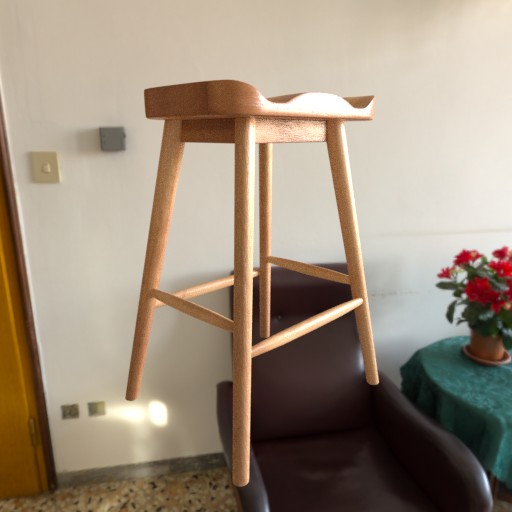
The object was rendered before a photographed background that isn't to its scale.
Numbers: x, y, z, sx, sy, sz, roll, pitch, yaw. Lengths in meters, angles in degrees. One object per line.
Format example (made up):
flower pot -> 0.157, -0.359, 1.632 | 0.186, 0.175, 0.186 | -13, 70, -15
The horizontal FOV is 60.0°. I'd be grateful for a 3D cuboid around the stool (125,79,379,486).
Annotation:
stool -> 0.000, 0.000, 0.890 | 0.361, 0.615, 0.440 | 15, 21, 42
